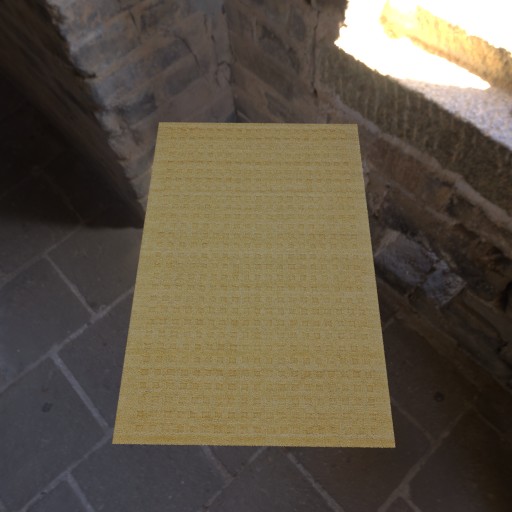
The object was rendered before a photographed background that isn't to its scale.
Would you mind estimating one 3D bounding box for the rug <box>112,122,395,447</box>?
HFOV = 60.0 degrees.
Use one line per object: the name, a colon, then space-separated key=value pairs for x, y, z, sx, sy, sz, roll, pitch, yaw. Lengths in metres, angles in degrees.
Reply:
rug: x=0.000 y=0.000 z=2.901 sx=1.524 sy=0.006 sz=2.286 roll=1 pitch=63 yaw=0
